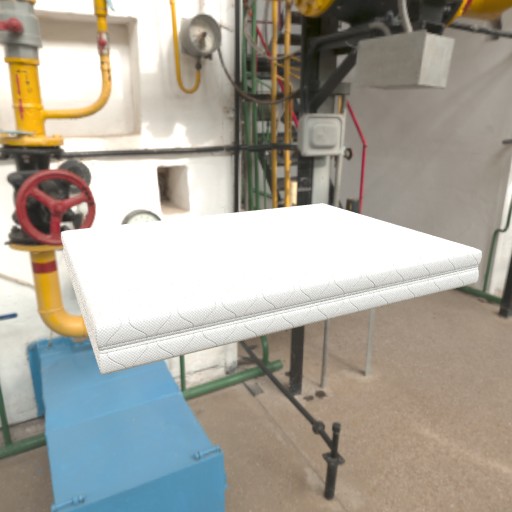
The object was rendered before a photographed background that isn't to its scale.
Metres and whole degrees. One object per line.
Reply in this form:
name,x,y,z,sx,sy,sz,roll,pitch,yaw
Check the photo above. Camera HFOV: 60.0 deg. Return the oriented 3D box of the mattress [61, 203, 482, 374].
mattress,0.000,0.000,2.477,1.900,0.200,1.400,-9,20,-26
